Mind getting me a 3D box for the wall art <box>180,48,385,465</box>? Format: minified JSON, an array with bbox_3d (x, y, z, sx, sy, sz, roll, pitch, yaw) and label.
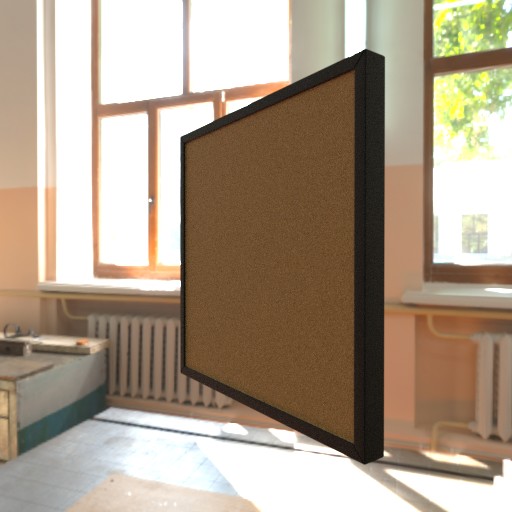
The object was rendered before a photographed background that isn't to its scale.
[{"bbox_3d":[0.000,0.000,0.756,0.037,0.508,0.508,0,1,-36],"label":"wall art"}]
